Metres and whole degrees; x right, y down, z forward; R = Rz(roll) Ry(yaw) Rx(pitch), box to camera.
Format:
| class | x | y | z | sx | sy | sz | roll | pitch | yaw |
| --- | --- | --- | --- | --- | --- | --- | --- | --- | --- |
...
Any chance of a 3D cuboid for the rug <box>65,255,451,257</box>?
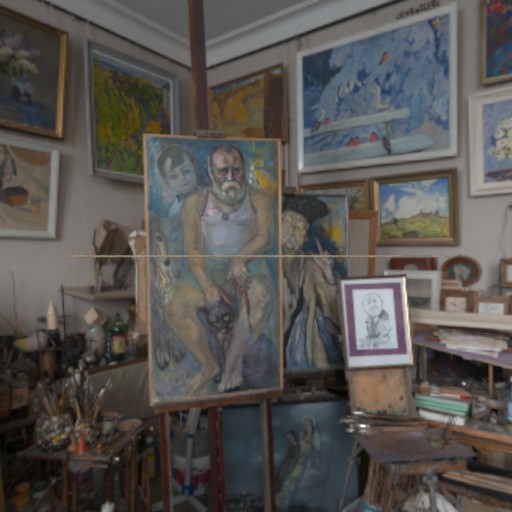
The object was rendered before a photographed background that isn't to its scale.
| class | x | y | z | sx | sy | sz | roll | pitch | yaw |
| --- | --- | --- | --- | --- | --- | --- | --- | --- | --- |
| rug | 0.000 | 0.000 | 2.316 | 1.221 | 0.006 | 1.827 | 0 | 0 | -1 |
